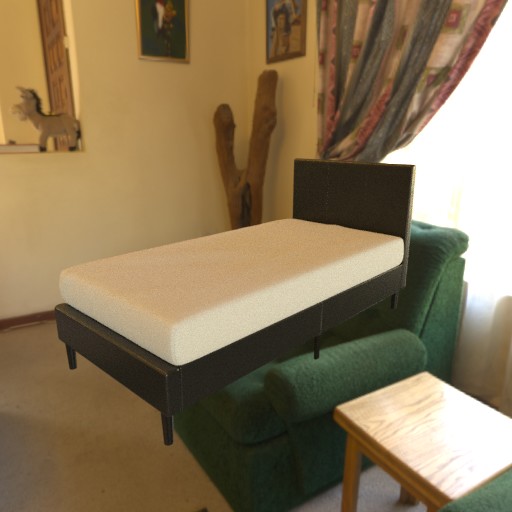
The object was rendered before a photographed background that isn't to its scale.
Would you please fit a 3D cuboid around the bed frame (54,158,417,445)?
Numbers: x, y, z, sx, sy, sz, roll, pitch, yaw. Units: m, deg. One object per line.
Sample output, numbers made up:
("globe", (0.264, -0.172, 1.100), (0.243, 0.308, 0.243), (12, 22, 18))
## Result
("bed frame", (0.000, 0.000, 2.593), (1.038, 1.046, 2.152), (15, 21, 41))
